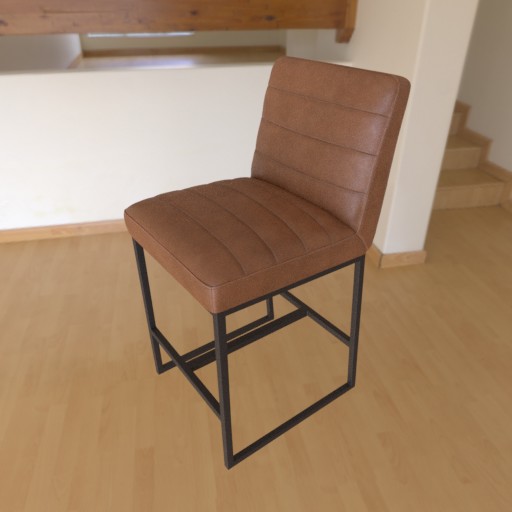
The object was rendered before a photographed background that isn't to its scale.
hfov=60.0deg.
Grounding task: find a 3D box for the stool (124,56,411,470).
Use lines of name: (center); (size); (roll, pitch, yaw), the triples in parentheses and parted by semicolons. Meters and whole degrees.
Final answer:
stool: (0.000, 0.000, 1.212); (0.556, 0.940, 0.458); (-21, 37, -30)
